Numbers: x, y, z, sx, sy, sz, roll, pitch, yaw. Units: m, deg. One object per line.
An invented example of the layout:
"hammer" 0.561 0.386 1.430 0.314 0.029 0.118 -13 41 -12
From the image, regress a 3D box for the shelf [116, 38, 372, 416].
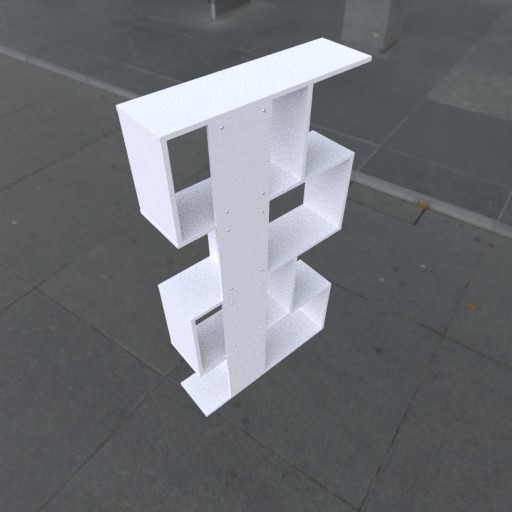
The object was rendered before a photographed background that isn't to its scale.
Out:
"shelf" 0.000 0.000 2.045 0.890 1.650 0.250 -31 52 -27
